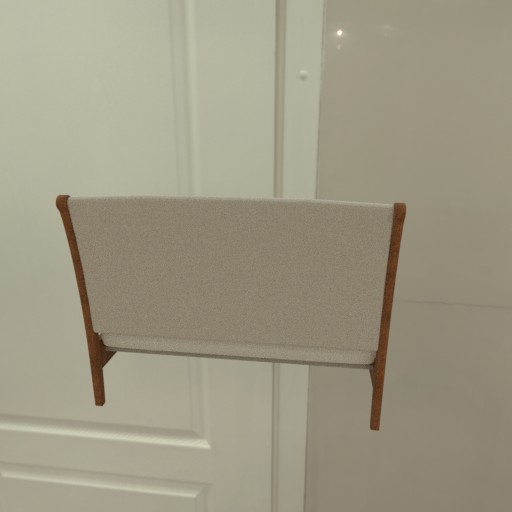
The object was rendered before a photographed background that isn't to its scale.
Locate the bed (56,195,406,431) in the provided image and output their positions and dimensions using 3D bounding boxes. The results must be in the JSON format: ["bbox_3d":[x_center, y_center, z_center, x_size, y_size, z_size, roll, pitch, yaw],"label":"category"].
[{"bbox_3d":[0.000,0.000,2.961,1.502,1.135,2.108,2,17,8],"label":"bed"}]
